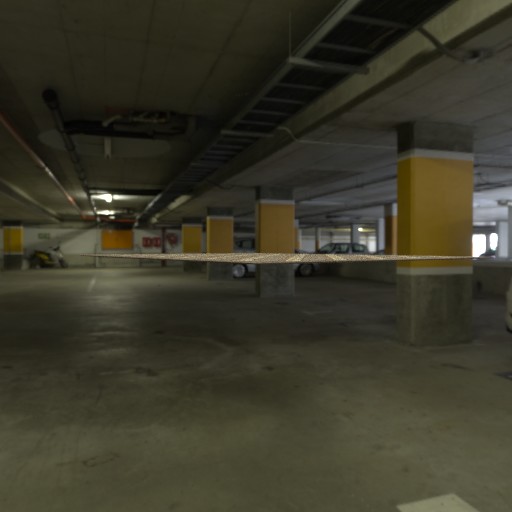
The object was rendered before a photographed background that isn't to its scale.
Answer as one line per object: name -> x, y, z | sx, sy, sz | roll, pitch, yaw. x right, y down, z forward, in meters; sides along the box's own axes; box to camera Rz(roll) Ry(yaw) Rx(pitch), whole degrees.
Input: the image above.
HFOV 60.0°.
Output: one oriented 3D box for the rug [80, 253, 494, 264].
rug -> 0.000, 0.000, 4.220 | 2.382, 0.018, 3.294 | -1, 1, -36
